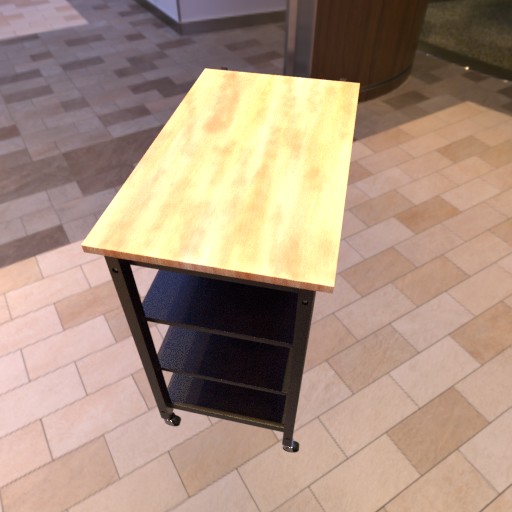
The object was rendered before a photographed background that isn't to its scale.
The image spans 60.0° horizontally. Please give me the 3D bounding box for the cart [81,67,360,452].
[{"bbox_3d":[0.000,0.000,1.413,0.472,0.878,0.914,9,47,9],"label":"cart"}]
